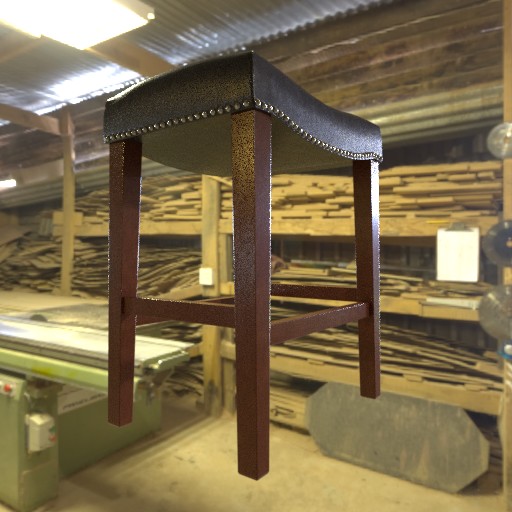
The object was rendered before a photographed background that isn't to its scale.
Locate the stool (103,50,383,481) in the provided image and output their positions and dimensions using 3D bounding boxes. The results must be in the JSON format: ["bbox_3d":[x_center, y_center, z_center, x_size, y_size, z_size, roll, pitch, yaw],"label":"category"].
[{"bbox_3d":[0.000,0.000,0.942,0.372,0.654,0.504,0,1,37],"label":"stool"}]
